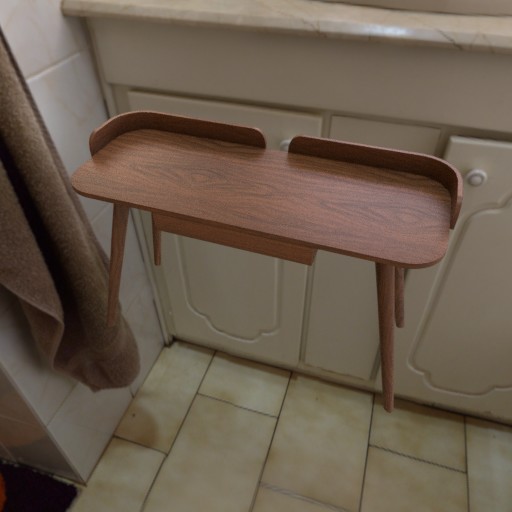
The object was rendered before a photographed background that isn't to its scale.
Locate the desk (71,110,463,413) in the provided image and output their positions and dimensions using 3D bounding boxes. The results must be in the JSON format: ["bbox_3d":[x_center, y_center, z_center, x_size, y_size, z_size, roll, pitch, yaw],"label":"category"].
[{"bbox_3d":[0.000,0.000,1.692,1.256,0.800,0.486,13,43,14],"label":"desk"}]
